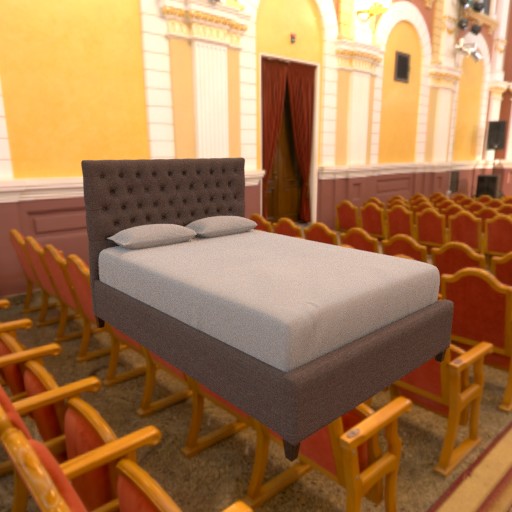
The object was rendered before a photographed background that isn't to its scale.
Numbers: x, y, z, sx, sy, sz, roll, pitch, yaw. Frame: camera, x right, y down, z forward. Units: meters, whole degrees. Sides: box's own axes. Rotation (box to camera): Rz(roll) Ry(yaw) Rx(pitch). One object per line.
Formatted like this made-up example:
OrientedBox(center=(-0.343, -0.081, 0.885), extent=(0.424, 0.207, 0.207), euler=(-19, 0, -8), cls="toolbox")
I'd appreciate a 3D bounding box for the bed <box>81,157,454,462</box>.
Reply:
OrientedBox(center=(0.000, 0.000, 3.401), extent=(1.698, 1.427, 2.387), euler=(-12, 18, -41), cls="bed")
